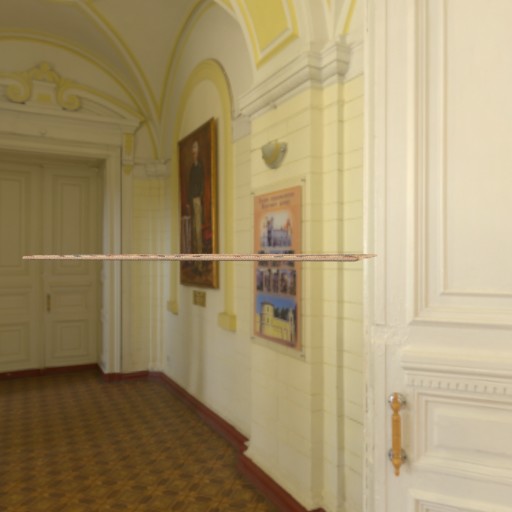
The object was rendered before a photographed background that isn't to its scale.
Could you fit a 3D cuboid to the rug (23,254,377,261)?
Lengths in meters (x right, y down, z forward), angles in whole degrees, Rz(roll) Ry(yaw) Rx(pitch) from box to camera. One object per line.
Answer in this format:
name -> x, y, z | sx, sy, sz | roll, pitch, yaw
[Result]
rug -> 0.000, 0.000, 2.998 | 1.521, 0.023, 2.464 | 0, 0, 17
